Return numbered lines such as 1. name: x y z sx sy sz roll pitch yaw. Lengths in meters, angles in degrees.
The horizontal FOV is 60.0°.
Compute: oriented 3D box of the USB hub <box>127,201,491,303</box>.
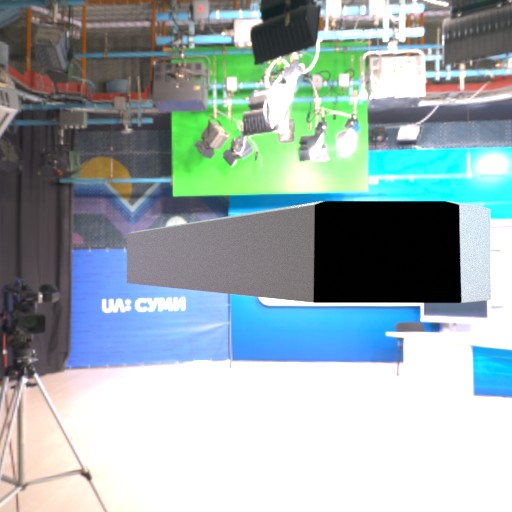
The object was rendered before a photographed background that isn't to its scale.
1. USB hub: 0.000 0.000 0.156 0.044 0.023 0.145 1 -1 -36
